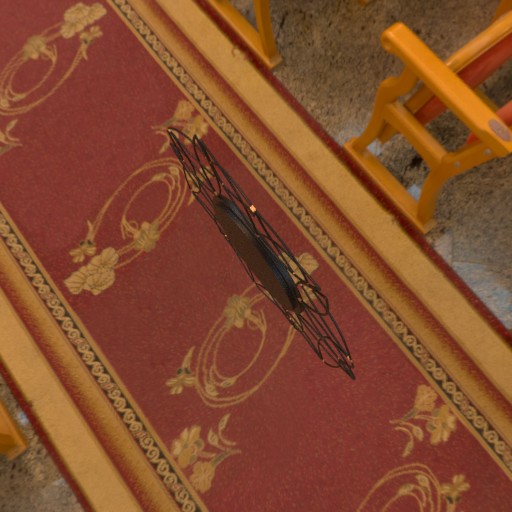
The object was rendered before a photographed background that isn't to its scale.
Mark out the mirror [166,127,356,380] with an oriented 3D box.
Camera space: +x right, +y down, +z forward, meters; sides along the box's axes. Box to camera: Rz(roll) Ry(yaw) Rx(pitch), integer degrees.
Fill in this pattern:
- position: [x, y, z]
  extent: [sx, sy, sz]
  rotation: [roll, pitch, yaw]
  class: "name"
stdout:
- position: [0.000, 0.000, 1.166]
  extent: [0.028, 0.775, 0.797]
  rotation: [-36, 79, -8]
  class: "mirror"
